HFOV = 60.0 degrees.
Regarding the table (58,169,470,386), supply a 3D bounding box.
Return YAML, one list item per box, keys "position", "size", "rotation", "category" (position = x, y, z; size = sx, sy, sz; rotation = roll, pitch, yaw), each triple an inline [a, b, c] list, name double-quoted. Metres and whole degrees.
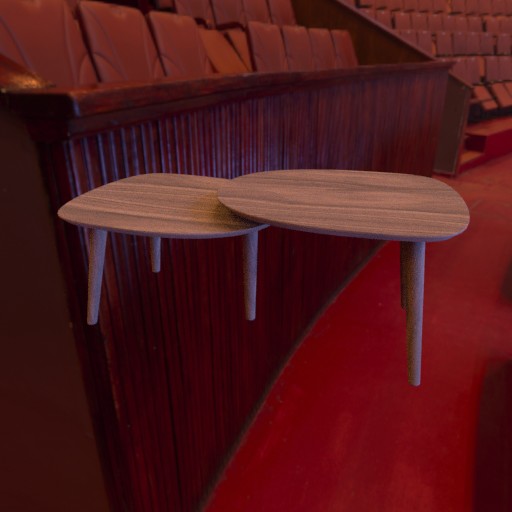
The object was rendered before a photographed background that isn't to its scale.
- position: [0.000, 0.000, 1.326]
  size: [1.084, 0.429, 0.527]
  rotation: [7, 26, 15]
  category: "table"
